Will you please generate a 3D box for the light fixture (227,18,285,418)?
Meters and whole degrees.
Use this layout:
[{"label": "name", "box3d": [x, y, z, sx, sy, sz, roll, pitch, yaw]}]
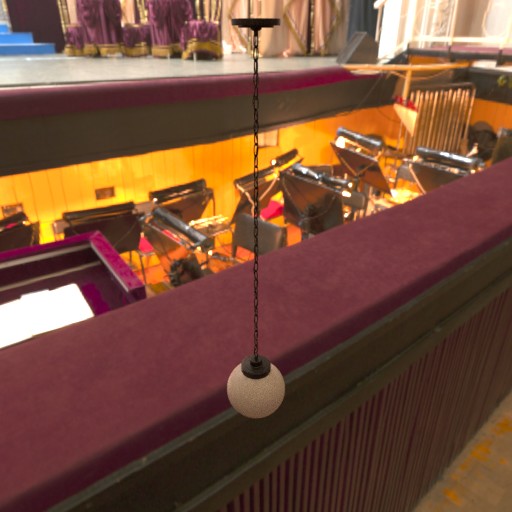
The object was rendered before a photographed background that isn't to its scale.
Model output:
[{"label": "light fixture", "box3d": [0.000, 0.000, 1.977, 0.304, 1.867, 0.305, -19, 33, -32]}]
